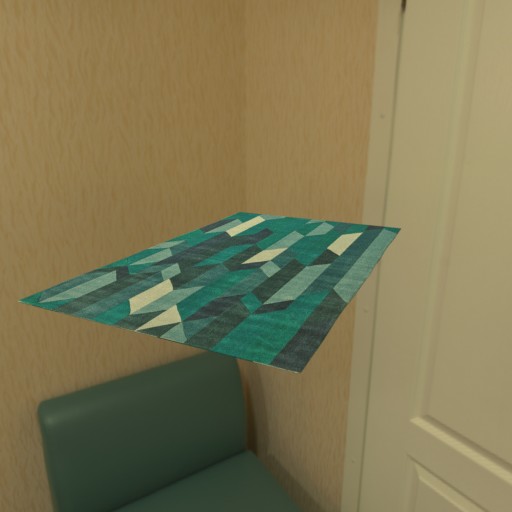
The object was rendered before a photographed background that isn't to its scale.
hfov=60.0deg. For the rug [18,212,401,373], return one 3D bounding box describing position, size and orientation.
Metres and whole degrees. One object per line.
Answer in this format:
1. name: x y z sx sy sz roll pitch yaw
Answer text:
1. rug: 0.000 0.000 2.966 1.528 0.005 2.420 8 19 24
